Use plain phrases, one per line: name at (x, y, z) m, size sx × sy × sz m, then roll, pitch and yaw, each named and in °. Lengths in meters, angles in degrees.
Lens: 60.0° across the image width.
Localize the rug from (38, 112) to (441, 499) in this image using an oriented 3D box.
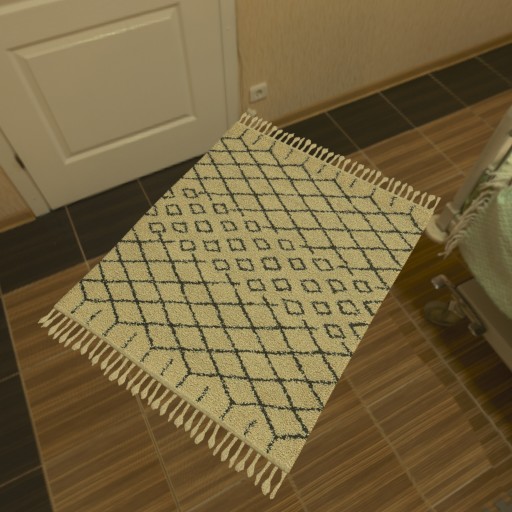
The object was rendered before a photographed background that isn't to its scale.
rug at (0.000, 0.000, 4.121) m, size 2.388 × 0.030 × 3.213 m, roll 29°, pitch 62°, yaw 17°
